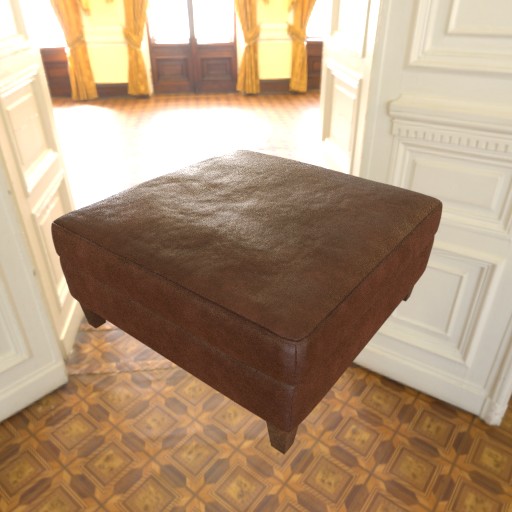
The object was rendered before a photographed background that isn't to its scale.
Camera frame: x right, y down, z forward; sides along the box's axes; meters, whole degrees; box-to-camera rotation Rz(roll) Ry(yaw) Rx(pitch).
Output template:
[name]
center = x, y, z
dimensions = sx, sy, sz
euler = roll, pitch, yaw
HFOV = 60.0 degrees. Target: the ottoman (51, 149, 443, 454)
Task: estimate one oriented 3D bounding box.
[ottoman]
center = 0.000, 0.000, 1.347
dimensions = 0.836, 0.415, 0.844
euler = 22, 38, 31
